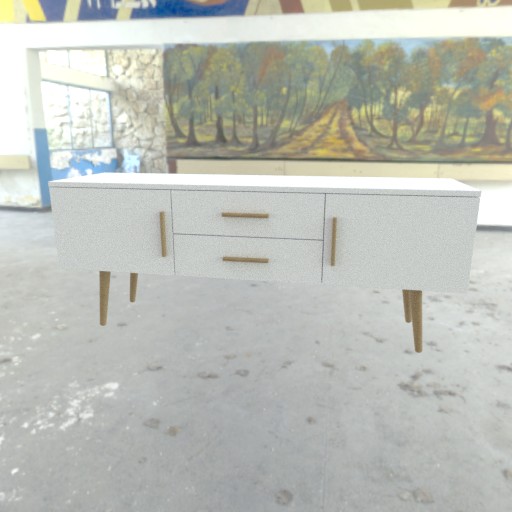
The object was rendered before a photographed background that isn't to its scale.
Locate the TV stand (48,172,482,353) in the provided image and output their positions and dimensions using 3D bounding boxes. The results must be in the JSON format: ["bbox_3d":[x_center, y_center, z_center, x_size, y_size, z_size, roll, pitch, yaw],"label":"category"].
[{"bbox_3d":[0.000,0.000,1.654,1.398,0.560,0.401,3,16,10],"label":"TV stand"}]
